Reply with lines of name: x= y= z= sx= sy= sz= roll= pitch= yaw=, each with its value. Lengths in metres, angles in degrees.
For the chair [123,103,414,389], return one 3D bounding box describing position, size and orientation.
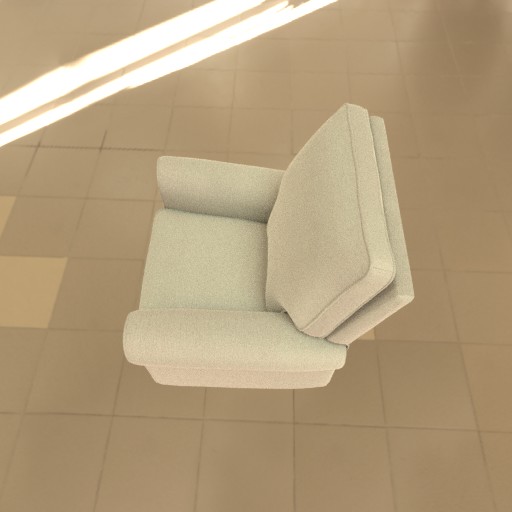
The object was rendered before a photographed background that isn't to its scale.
chair: x=0.000 y=0.000 z=1.706 sx=0.878 sy=0.960 sz=0.890 roll=1 pitch=59 yaw=1
